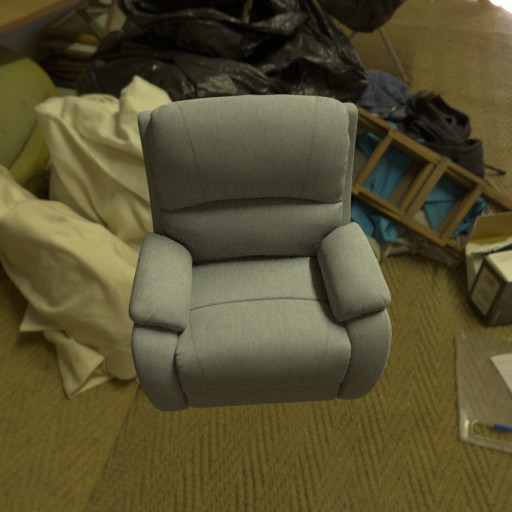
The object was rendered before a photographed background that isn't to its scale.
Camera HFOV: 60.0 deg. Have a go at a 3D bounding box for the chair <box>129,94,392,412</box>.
[{"bbox_3d":[0.000,0.000,1.764,0.930,1.011,0.899,-3,47,-3],"label":"chair"}]
